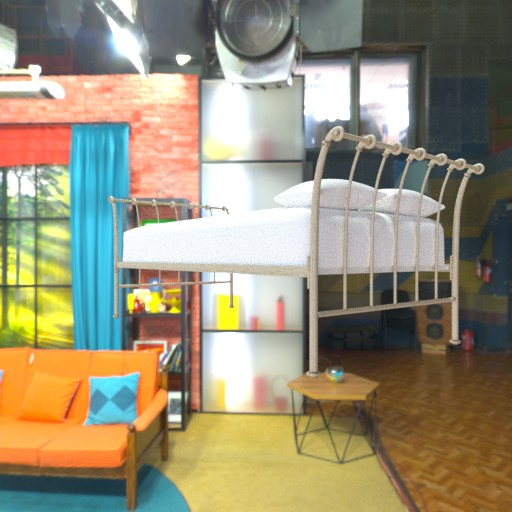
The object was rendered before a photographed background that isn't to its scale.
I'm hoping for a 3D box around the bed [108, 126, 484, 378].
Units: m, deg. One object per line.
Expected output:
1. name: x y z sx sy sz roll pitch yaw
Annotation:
1. bed: 0.000 0.000 2.657 1.032 0.873 2.228 0 0 -38
